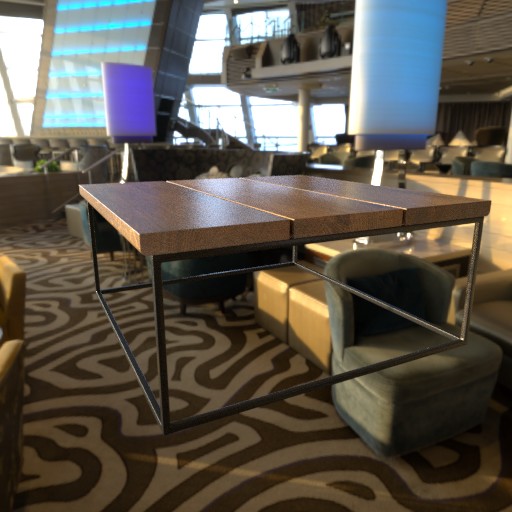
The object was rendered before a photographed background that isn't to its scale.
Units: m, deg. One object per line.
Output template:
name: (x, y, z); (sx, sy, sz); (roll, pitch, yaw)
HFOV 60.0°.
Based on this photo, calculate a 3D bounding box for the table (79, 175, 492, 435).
table: (0.000, 0.000, 1.379); (0.900, 0.400, 0.900); (-8, 17, -26)
